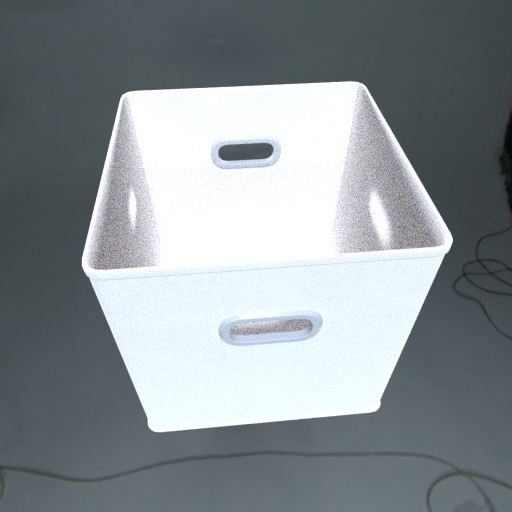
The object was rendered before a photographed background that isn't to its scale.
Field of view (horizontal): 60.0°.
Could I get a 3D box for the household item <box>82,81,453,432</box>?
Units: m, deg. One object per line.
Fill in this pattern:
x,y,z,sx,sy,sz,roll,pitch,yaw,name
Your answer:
0.000,0.000,0.563,0.305,0.305,0.305,-4,47,-4,household item
